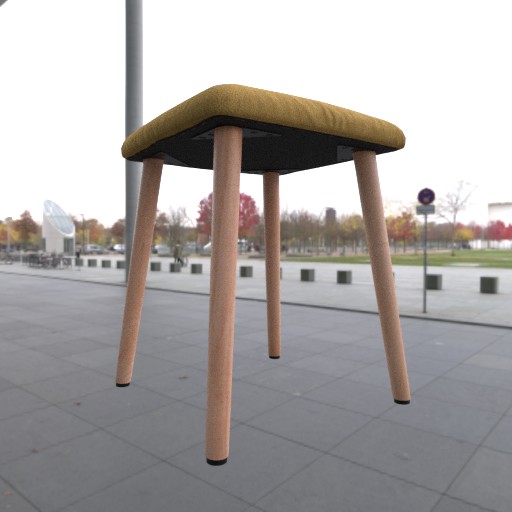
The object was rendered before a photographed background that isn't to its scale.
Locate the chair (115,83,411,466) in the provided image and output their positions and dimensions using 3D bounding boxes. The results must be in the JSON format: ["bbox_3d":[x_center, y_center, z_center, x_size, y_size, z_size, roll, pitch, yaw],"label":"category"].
[{"bbox_3d":[0.000,0.000,0.704,0.350,0.440,0.350,-1,2,-35],"label":"chair"}]
